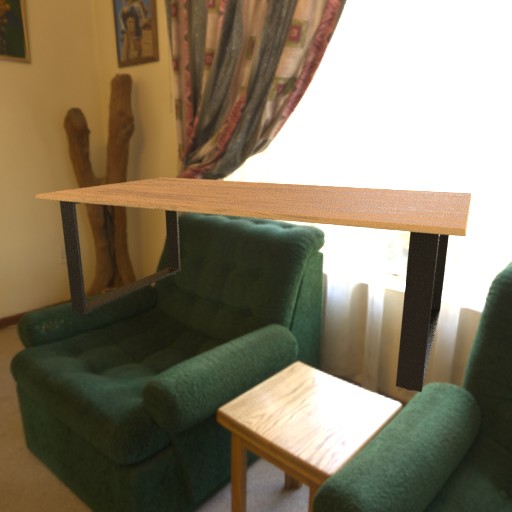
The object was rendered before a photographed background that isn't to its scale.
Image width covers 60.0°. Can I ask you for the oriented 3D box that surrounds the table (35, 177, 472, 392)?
[{"bbox_3d":[0.000,0.000,1.579,1.331,0.445,0.693,7,17,25],"label":"table"}]
